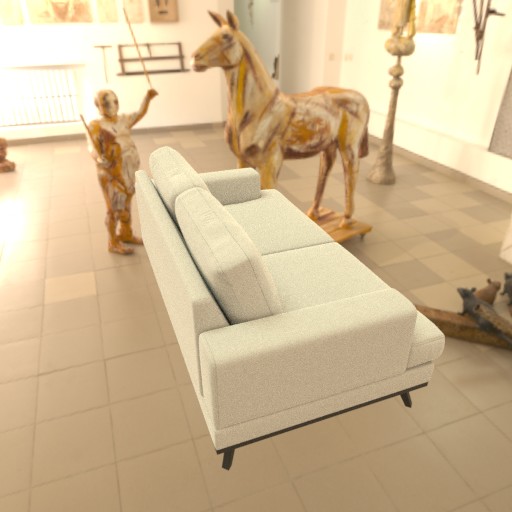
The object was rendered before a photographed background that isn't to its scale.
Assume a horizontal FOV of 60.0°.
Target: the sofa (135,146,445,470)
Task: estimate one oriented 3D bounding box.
[{"bbox_3d":[0.000,0.000,2.169,0.920,0.810,1.650,-11,31,-18],"label":"sofa"}]
